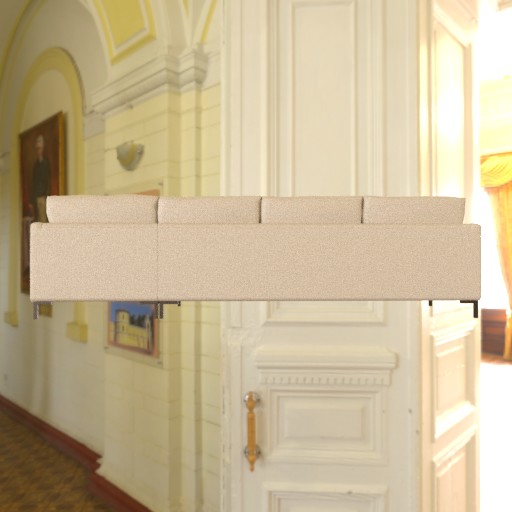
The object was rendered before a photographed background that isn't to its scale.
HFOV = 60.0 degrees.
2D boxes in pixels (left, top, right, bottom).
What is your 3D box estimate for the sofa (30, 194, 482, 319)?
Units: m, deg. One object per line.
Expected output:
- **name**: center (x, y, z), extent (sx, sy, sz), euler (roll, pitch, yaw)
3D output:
- **sofa**: center (0.000, 0.000, 3.233), extent (2.731, 0.755, 1.258), euler (0, 0, -1)
